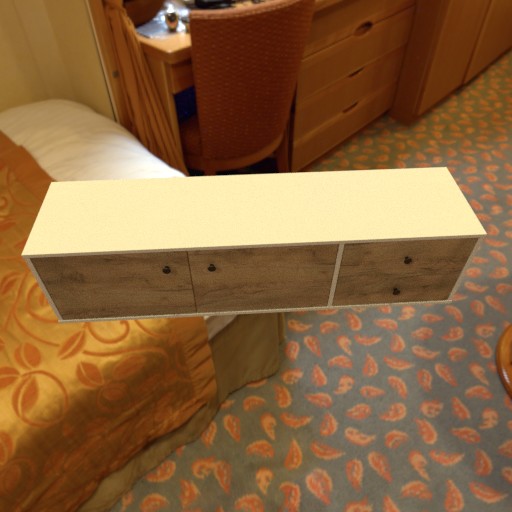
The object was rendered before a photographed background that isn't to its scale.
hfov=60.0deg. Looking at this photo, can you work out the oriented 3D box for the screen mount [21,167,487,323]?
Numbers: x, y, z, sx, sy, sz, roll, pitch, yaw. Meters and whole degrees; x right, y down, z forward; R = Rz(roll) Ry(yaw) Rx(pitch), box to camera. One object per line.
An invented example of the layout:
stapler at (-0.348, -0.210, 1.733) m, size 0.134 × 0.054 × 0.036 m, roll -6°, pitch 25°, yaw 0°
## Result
screen mount at (0.000, 0.000, 1.839) m, size 1.600 × 0.520 × 0.418 m, roll -3°, pitch 47°, yaw -3°
